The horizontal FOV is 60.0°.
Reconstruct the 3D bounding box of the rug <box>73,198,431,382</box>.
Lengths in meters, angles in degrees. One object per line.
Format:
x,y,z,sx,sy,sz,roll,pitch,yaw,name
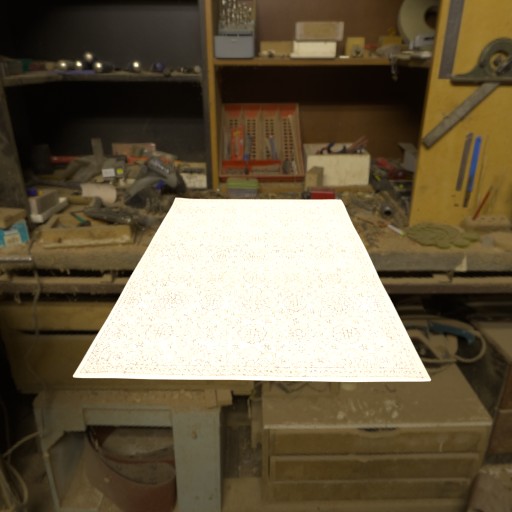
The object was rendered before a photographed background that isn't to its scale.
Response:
0.000,0.000,2.962,1.518,0.023,2.434,0,25,1,rug
